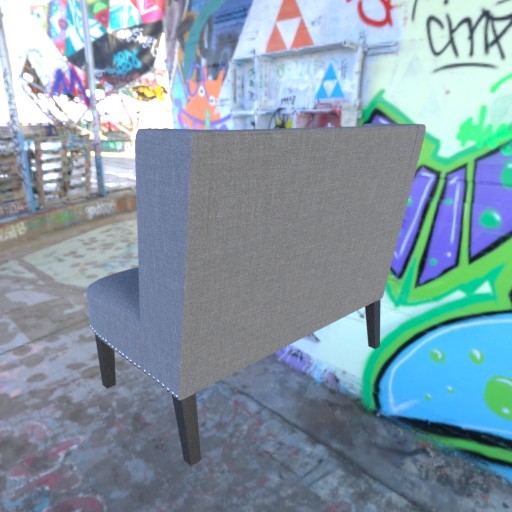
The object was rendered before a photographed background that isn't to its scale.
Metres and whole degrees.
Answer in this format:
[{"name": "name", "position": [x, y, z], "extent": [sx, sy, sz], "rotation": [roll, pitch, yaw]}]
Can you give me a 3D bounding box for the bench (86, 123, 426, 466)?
[{"name": "bench", "position": [0.000, 0.000, 1.974], "extent": [1.276, 1.121, 0.842], "rotation": [-16, 24, -41]}]
